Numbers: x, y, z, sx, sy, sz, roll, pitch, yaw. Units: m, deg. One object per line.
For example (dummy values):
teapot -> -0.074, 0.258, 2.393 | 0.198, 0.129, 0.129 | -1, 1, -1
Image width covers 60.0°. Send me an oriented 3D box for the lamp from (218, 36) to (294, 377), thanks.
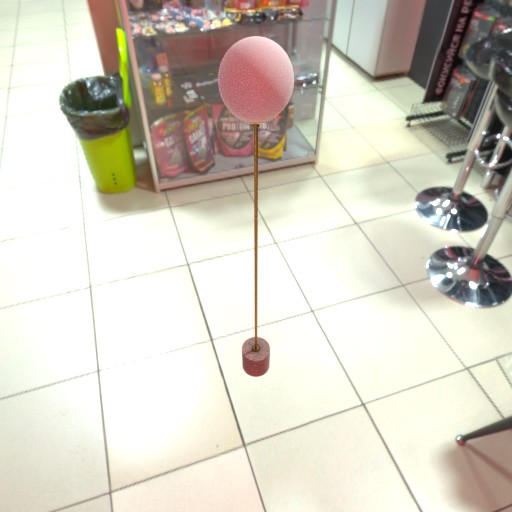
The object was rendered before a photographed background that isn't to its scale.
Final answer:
lamp -> 0.000, 0.000, 1.872 | 0.229, 1.748, 0.229 | 10, 46, 10
